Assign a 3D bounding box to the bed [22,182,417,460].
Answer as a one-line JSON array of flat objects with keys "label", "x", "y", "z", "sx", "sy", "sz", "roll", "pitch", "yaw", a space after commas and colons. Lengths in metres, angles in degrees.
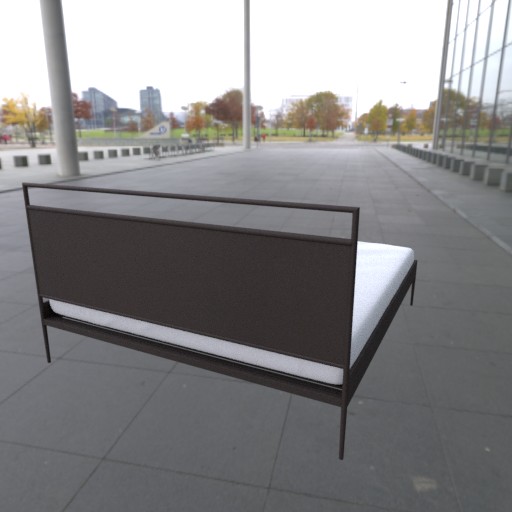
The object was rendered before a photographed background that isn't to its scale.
[{"label": "bed", "x": 0.000, "y": 0.000, "z": 3.238, "sx": 1.993, "sy": 1.173, "sz": 2.151, "roll": 8, "pitch": 17, "yaw": 26}]
